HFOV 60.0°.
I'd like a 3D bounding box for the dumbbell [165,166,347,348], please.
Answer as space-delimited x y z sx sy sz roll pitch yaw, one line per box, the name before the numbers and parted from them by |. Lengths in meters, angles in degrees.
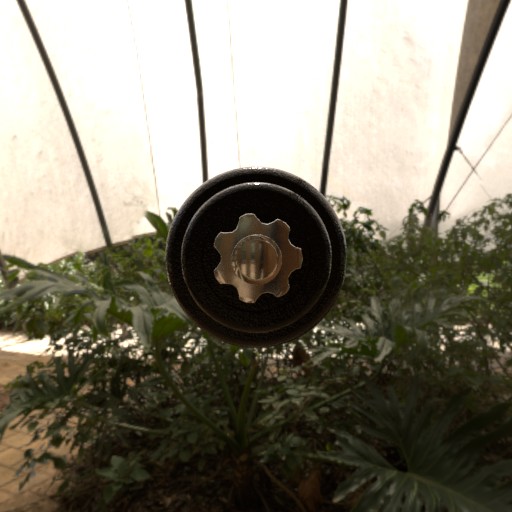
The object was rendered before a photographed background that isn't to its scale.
dumbbell | 0.000 0.000 0.611 0.202 0.202 0.497 0 1 0
